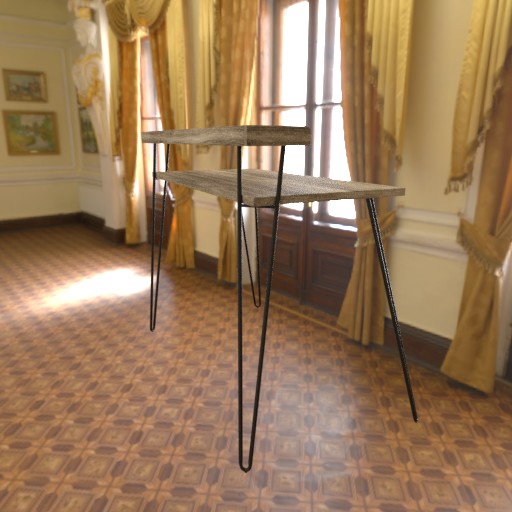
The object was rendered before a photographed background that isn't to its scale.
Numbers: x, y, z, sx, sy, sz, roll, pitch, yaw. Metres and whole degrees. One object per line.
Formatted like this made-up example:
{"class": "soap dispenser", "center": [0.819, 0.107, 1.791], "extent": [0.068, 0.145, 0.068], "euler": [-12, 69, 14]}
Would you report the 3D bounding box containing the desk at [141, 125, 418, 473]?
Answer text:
{"class": "desk", "center": [0.000, 0.000, 1.649], "extent": [0.605, 0.899, 1.135], "euler": [-7, 16, -26]}
